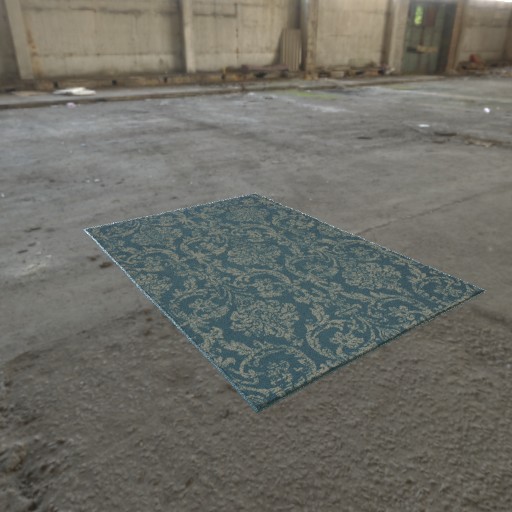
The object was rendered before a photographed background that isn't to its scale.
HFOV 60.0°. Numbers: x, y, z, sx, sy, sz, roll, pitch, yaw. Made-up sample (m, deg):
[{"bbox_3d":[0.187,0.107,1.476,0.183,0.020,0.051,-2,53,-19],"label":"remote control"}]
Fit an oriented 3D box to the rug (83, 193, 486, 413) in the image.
[{"bbox_3d":[0.000,0.000,2.847,1.554,0.012,2.205,-17,30,-32],"label":"rug"}]
